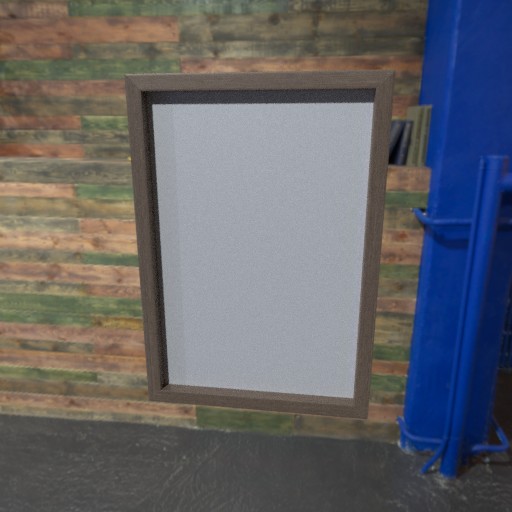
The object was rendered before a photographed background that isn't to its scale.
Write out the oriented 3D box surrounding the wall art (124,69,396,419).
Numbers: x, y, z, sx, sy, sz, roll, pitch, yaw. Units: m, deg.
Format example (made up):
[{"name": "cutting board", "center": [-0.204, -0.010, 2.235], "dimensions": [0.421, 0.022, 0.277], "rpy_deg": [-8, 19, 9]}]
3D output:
[{"name": "wall art", "center": [0.000, 0.000, 0.664], "dimensions": [0.358, 0.510, 0.032], "rpy_deg": [2, 16, 8]}]
